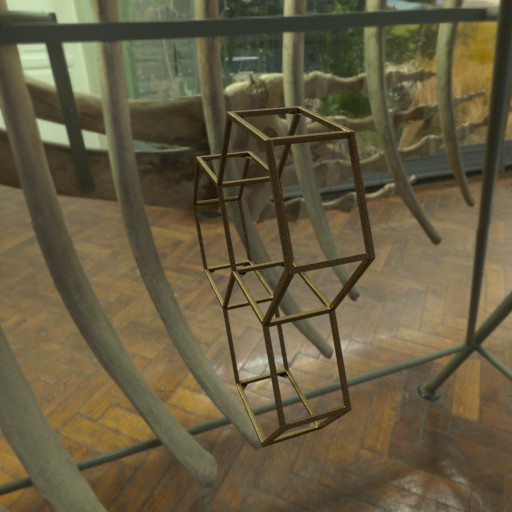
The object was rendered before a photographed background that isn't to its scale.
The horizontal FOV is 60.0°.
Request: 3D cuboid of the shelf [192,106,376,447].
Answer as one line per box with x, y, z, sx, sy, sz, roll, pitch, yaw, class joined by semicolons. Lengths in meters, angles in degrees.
0.000;0.000;1.058;0.150;0.701;0.708;-10;32;-17;shelf
